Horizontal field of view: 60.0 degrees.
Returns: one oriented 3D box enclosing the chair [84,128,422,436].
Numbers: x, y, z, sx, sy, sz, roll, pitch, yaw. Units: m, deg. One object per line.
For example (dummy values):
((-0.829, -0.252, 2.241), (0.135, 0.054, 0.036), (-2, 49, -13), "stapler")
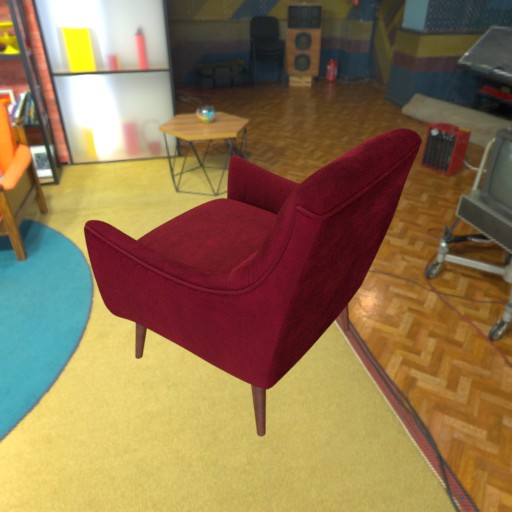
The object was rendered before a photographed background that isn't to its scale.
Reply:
((0.000, 0.000, 1.470), (0.787, 0.838, 0.762), (21, 38, 30), "chair")
